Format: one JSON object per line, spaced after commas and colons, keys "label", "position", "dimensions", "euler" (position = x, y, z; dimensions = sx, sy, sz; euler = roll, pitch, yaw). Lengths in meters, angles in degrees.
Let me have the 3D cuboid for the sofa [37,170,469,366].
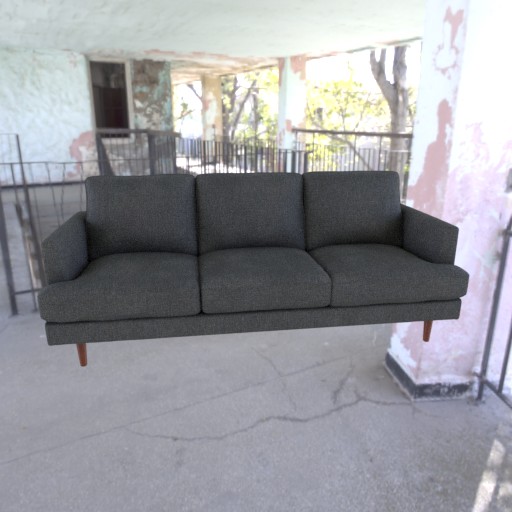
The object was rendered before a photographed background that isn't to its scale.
{"label": "sofa", "position": [0.000, 0.000, 2.657], "dimensions": [2.246, 0.930, 0.903], "euler": [-2, 17, -8]}
